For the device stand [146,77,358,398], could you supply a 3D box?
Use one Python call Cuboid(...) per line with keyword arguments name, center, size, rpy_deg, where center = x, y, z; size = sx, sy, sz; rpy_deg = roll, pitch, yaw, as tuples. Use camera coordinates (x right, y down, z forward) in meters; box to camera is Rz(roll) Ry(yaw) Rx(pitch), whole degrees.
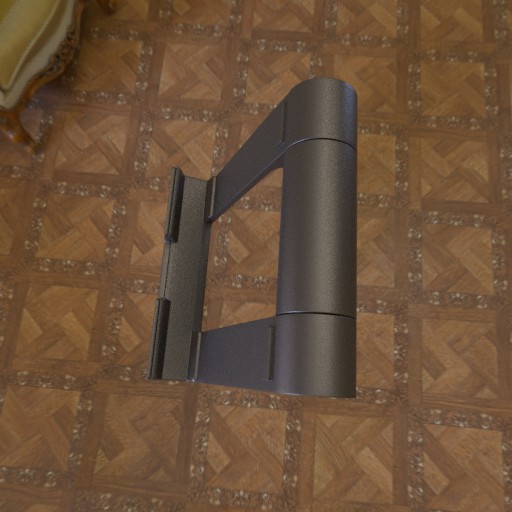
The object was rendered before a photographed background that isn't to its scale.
Cuboid(name="device stand", center=(0.000, 0.000, 0.155), size=(0.079, 0.084, 0.088), rpy_deg=(4, 75, 1))
